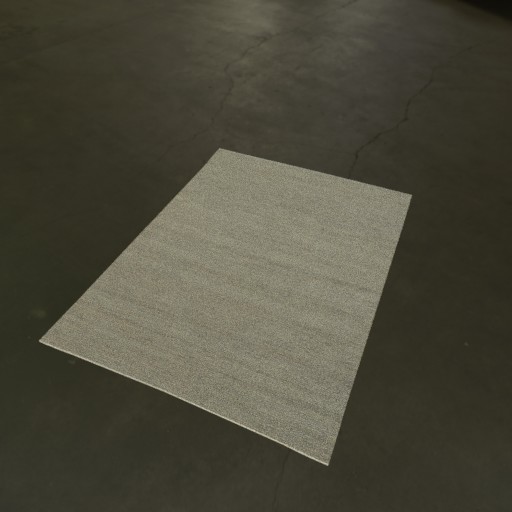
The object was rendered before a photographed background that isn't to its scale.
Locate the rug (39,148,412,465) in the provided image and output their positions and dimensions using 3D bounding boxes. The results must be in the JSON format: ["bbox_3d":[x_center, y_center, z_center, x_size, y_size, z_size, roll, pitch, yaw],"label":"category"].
[{"bbox_3d":[0.000,0.000,4.838,2.757,0.051,3.626,17,47,17],"label":"rug"}]
